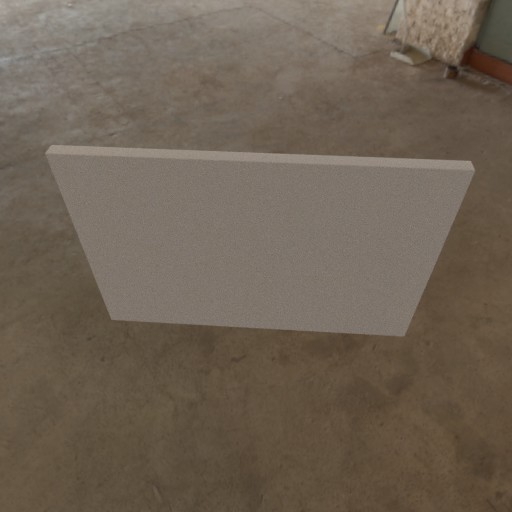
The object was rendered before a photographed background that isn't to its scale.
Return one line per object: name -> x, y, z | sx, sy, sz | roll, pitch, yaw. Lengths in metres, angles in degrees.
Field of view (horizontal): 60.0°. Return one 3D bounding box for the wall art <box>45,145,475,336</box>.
wall art -> 0.000, 0.000, 1.151 | 0.898, 0.601, 0.038 | 3, 46, 3
